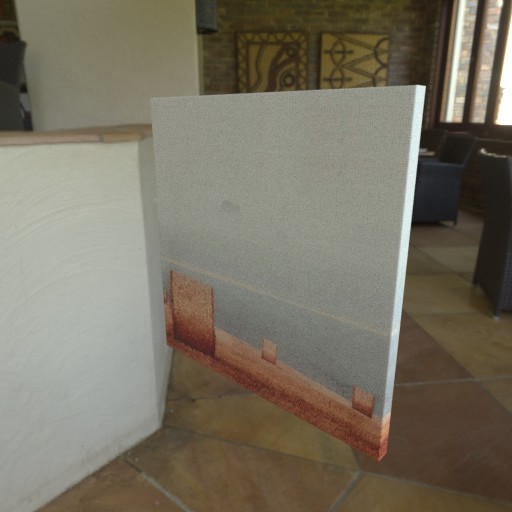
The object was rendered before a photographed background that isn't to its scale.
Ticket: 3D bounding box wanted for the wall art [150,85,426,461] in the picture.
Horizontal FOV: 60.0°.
[{"bbox_3d":[0.000,0.000,0.588,0.405,0.405,0.023,15,23,40],"label":"wall art"}]
